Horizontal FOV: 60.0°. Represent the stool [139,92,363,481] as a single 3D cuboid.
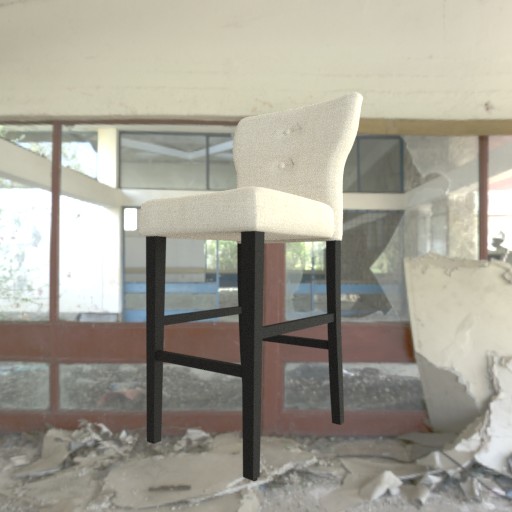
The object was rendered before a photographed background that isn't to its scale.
[{"bbox_3d":[0.000,0.000,1.441,0.516,1.124,0.603,-1,-1,37],"label":"stool"}]
